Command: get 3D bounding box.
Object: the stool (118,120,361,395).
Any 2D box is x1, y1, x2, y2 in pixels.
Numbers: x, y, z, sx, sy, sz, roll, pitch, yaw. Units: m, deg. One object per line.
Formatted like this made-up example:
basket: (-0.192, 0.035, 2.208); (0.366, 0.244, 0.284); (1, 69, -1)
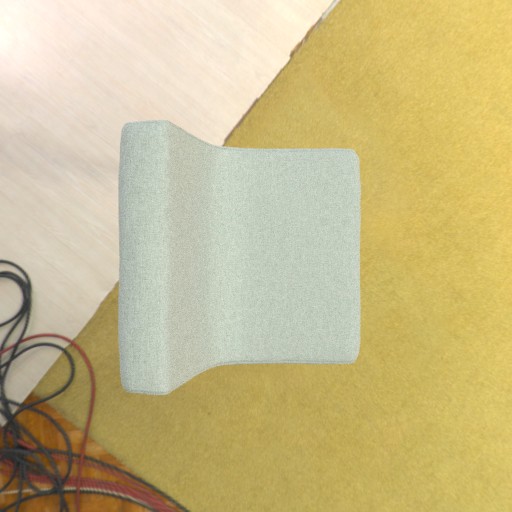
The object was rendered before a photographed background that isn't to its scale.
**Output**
stool: (0.000, 0.000, 1.308); (0.500, 1.037, 0.511); (0, 91, 1)
